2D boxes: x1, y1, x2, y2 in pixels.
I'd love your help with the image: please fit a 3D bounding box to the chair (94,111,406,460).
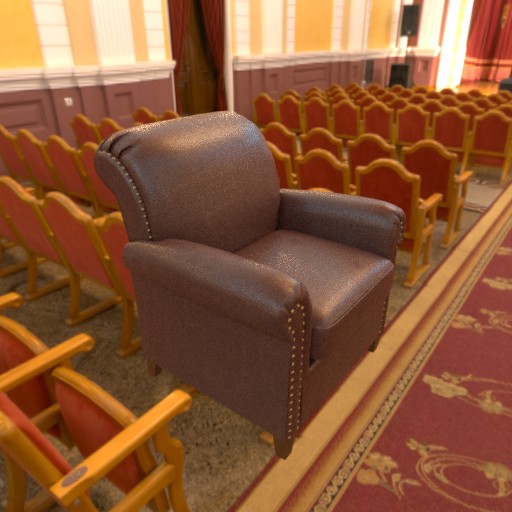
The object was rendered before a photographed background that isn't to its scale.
[{"bbox_3d":[0.000,0.000,1.635,0.890,0.927,0.854,19,32,33],"label":"chair"}]
